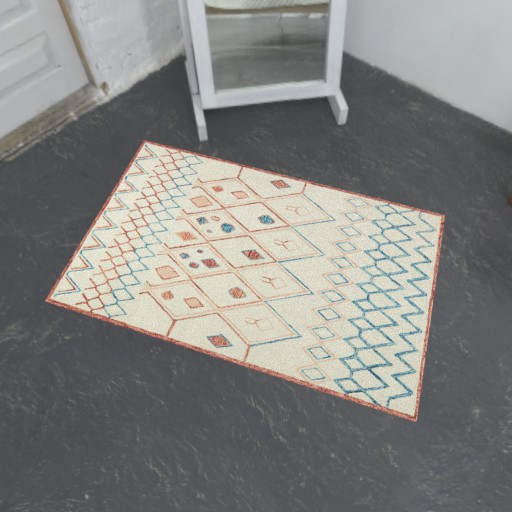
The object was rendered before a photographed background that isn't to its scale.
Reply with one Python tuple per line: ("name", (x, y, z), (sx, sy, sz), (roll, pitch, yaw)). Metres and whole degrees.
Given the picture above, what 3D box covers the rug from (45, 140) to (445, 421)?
("rug", (0.000, 0.000, 3.102), (2.438, 0.015, 1.524), (16, 61, 9))
